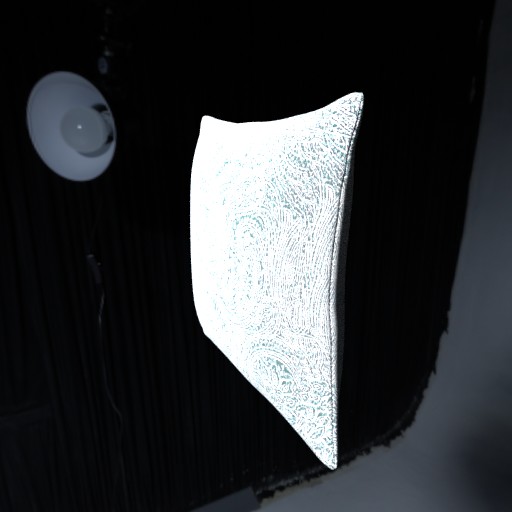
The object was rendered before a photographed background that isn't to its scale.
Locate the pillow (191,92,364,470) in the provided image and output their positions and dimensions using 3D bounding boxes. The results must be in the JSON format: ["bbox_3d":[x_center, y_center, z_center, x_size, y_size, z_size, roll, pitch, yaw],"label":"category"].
[{"bbox_3d":[0.000,0.000,0.795,0.166,0.507,0.526,-7,16,-25],"label":"pillow"}]
